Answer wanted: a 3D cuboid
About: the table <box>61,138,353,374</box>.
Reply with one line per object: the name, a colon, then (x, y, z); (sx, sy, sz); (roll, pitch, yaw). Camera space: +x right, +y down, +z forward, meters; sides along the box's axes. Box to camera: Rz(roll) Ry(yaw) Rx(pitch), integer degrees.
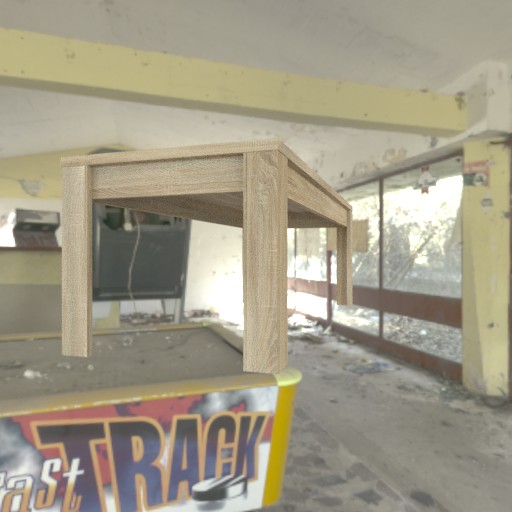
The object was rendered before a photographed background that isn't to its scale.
table: (0.000, 0.000, 2.665); (0.900, 0.790, 2.200); (0, 0, 19)
